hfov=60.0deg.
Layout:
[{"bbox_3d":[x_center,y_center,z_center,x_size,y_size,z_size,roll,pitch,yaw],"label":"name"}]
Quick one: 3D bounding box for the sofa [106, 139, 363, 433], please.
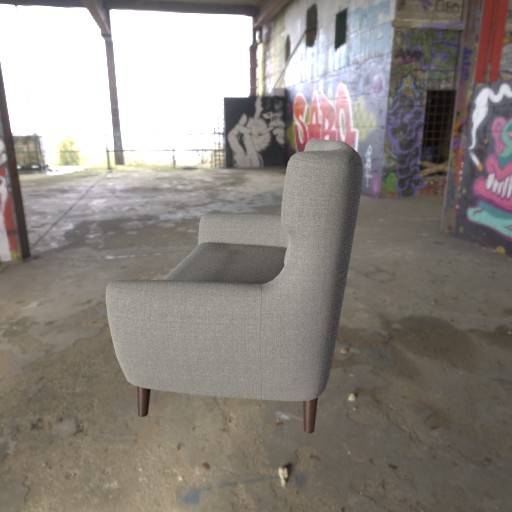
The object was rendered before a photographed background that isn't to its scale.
[{"bbox_3d":[0.000,0.000,2.077,0.884,1.028,1.386,2,17,8],"label":"sofa"}]
